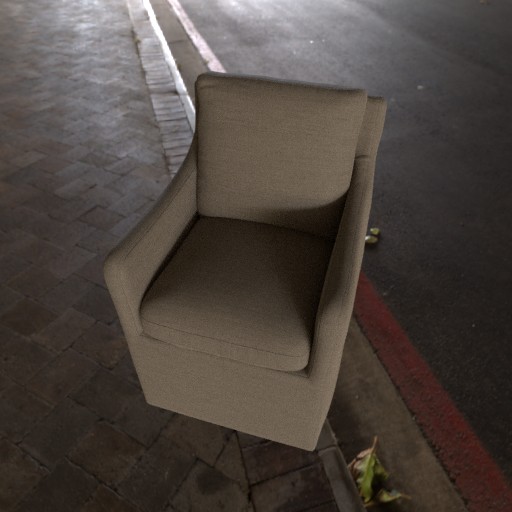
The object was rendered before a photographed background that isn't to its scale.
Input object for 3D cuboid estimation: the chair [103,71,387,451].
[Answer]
[{"bbox_3d":[0.000,0.000,1.355,0.626,0.914,0.694,11,42,13],"label":"chair"}]
